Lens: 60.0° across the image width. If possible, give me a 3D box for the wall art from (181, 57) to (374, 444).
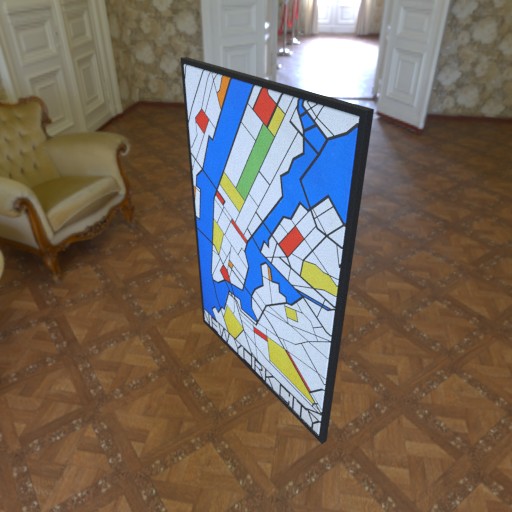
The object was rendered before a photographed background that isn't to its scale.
[{"bbox_3d":[0.000,0.000,0.868,0.013,0.660,0.460,-22,39,-30],"label":"wall art"}]
